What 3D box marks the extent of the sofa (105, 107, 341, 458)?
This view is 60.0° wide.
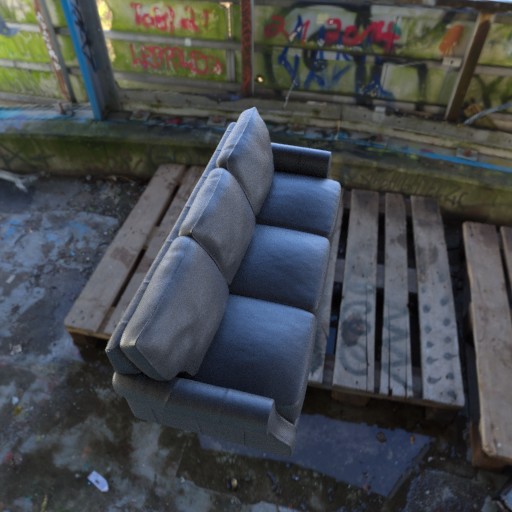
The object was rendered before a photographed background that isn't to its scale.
[{"bbox_3d":[0.000,0.000,2.983,0.974,0.977,2.387,10,47,10],"label":"sofa"}]
